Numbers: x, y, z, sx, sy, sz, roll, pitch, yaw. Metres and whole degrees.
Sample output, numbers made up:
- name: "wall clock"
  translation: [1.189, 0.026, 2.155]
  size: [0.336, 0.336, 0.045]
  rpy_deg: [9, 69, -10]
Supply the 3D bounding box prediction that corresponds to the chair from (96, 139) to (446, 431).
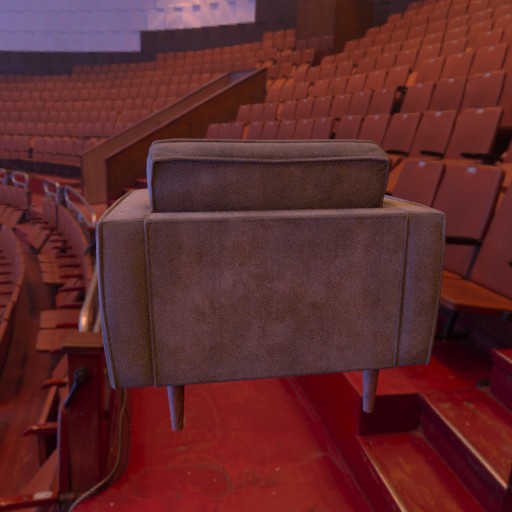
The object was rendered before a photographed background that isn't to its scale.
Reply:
- name: "chair"
  translation: [0.000, 0.000, 1.526]
  size: [0.928, 0.773, 0.843]
  rpy_deg: [-2, 14, -9]
